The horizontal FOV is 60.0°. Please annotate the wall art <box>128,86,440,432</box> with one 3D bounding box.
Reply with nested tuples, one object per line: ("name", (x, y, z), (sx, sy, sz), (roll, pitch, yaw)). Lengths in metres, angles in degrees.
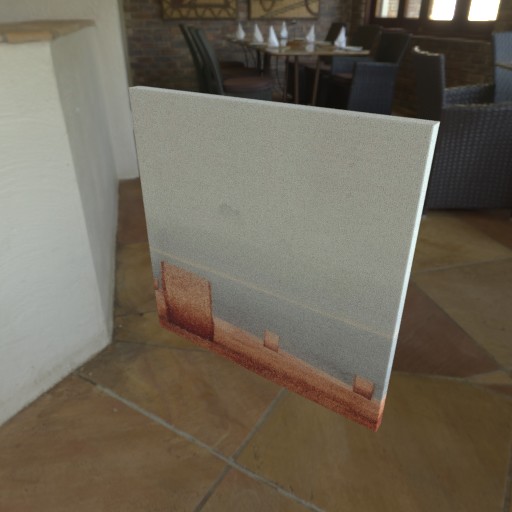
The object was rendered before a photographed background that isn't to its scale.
("wall art", (0.000, 0.000, 0.606), (0.405, 0.405, 0.023), (18, 34, 30))
